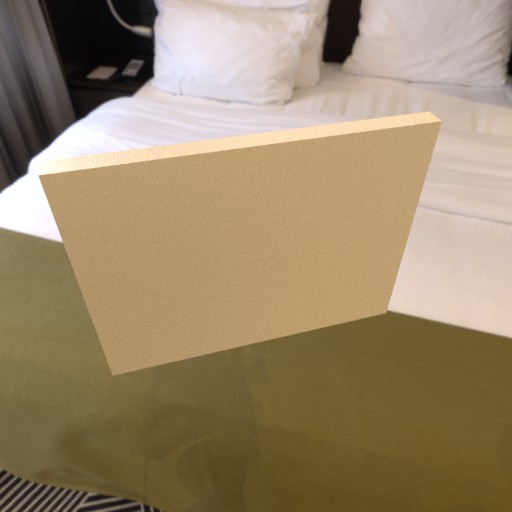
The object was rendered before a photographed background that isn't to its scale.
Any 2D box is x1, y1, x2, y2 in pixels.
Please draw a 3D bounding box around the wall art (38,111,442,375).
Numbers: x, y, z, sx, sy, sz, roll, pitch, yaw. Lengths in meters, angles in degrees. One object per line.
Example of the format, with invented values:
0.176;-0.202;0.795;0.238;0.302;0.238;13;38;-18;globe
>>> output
0.000;0.000;1.412;1.056;0.801;0.066;-11;42;-12;wall art
